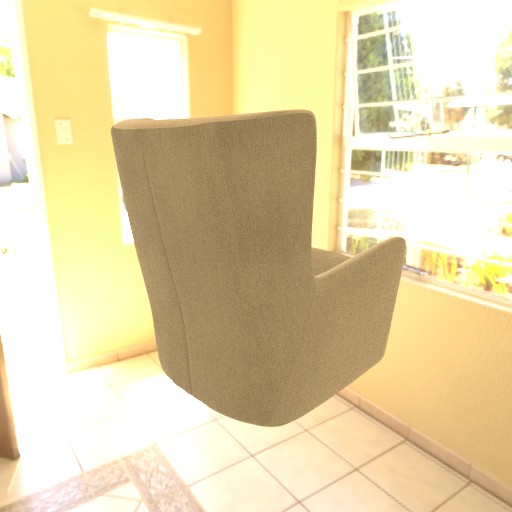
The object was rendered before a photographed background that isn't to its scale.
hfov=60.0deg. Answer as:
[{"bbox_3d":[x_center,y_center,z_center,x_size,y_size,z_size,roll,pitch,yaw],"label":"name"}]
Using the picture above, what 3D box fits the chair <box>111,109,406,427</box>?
[{"bbox_3d":[0.000,0.000,1.661,0.904,1.000,0.779,-14,21,-43],"label":"chair"}]
